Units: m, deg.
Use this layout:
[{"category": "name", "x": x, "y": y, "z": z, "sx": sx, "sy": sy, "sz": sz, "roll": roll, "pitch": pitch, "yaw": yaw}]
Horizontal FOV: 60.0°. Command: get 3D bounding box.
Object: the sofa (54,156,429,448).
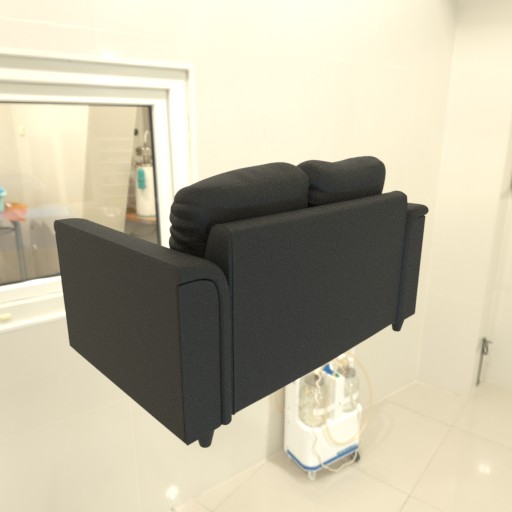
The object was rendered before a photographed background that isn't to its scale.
[{"category": "sofa", "x": 0.000, "y": 0.000, "z": 1.954, "sx": 1.386, "sy": 0.845, "sz": 0.887, "roll": -15, "pitch": 22, "yaw": -42}]
